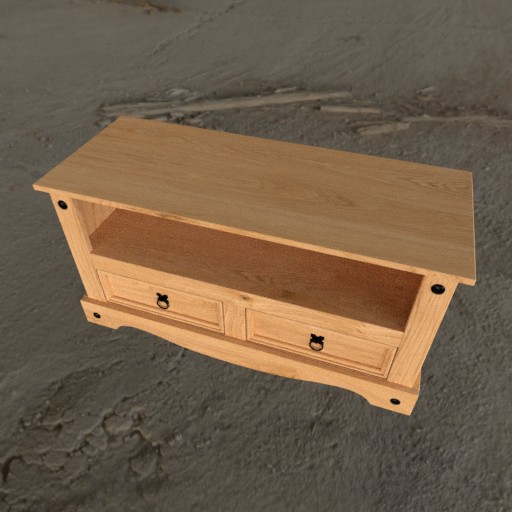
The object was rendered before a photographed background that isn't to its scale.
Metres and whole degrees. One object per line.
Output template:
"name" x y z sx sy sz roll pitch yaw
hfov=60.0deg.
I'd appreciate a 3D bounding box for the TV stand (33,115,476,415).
"TV stand" 0.000 0.000 1.352 1.080 0.550 0.440 13 44 14
